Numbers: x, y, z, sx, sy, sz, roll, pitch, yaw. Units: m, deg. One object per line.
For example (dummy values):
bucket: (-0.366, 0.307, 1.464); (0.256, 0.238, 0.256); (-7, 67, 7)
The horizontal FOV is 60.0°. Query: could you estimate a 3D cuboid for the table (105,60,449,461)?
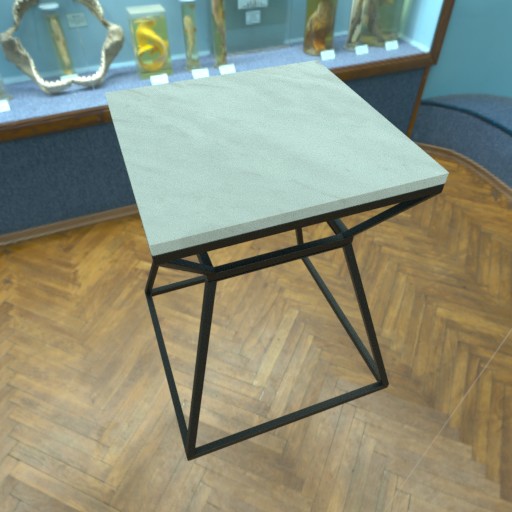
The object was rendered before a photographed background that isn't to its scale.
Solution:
table: (0.000, 0.000, 0.877); (0.455, 0.559, 0.455); (-15, 47, -14)
